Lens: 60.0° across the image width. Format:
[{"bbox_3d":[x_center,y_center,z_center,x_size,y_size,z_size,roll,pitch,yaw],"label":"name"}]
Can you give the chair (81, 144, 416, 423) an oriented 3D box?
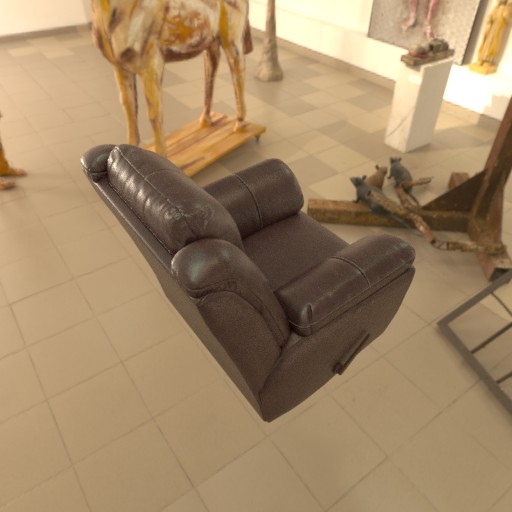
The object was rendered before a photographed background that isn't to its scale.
[{"bbox_3d":[0.000,0.000,1.933,1.041,1.093,0.990,-25,47,-26],"label":"chair"}]
